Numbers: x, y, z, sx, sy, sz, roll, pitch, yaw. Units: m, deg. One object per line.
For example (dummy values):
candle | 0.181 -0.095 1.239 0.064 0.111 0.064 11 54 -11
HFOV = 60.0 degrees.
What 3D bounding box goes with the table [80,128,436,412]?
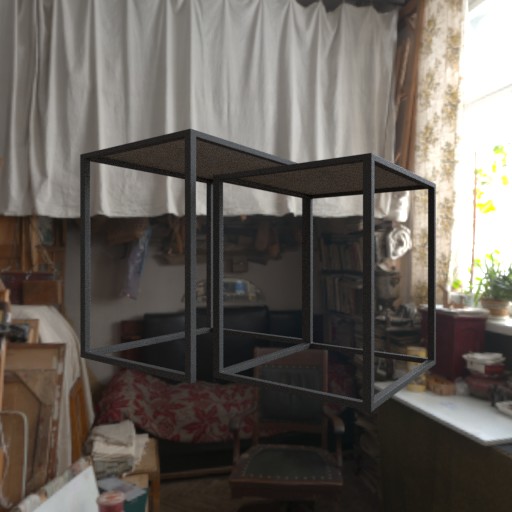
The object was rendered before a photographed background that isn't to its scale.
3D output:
table | 0.000 0.000 1.150 0.788 0.540 0.508 0 0 36
